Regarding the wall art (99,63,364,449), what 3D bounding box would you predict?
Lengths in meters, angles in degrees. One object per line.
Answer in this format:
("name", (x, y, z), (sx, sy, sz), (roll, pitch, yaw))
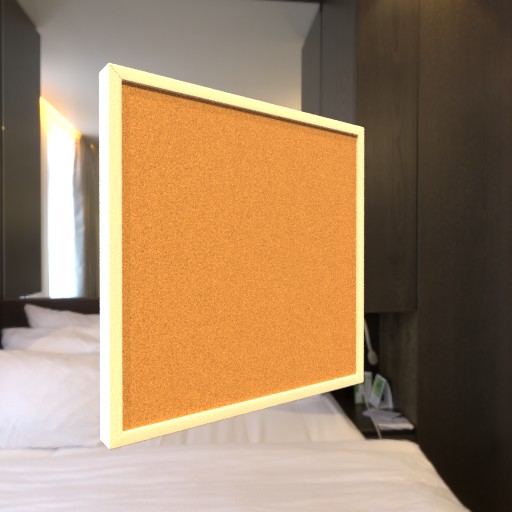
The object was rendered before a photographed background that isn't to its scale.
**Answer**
("wall art", (0.000, 0.000, 0.746), (0.508, 0.508, 0.038), (0, 1, -37))
